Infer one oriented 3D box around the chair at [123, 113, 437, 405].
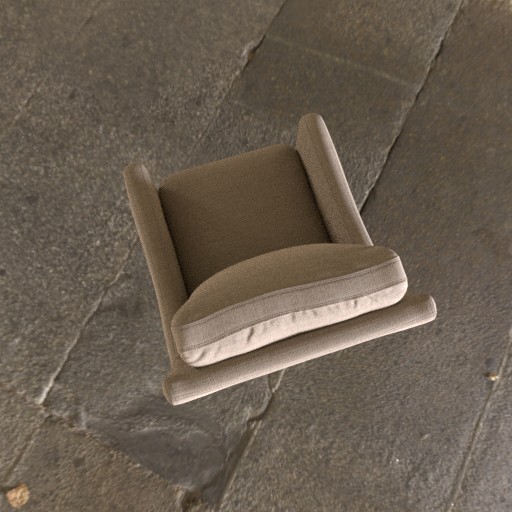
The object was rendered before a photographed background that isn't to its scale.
[{"bbox_3d":[0.000,0.000,1.362,0.626,0.914,0.694,-17,75,-5],"label":"chair"}]
